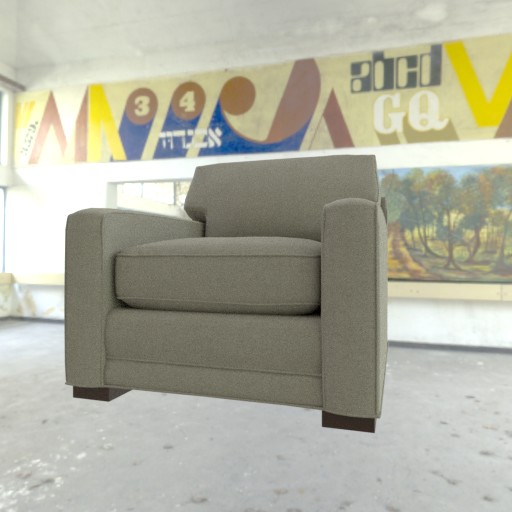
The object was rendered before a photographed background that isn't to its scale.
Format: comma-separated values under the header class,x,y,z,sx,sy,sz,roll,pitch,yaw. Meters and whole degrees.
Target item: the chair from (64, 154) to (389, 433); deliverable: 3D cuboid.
class,x,y,z,sx,sy,sz,roll,pitch,yaw
chair,0.000,0.000,1.771,0.999,0.934,1.044,0,0,18
